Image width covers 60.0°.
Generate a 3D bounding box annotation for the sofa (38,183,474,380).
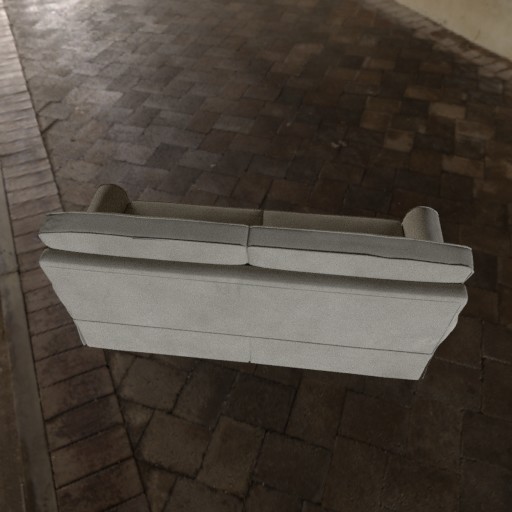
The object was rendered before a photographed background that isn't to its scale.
[{"bbox_3d":[0.000,0.000,2.668,2.246,1.014,0.900,5,48,4],"label":"sofa"}]
